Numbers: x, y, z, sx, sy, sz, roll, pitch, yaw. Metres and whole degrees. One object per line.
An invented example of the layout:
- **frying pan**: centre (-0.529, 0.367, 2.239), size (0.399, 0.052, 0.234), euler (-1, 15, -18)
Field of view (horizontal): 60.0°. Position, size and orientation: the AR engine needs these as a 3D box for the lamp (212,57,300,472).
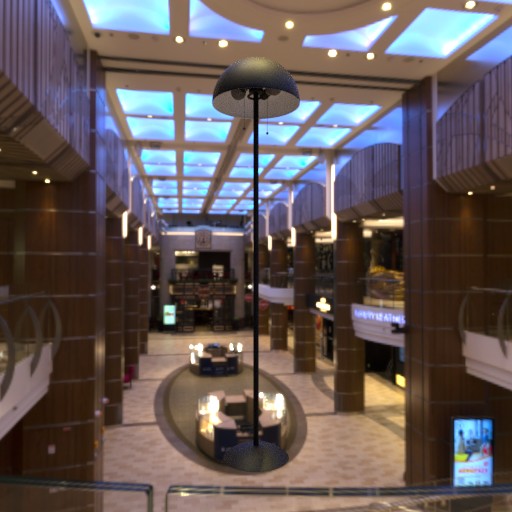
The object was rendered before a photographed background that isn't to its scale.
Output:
- **lamp**: centre (0.000, 0.000, 1.648), size (0.328, 1.480, 0.328), euler (-1, -1, 34)
